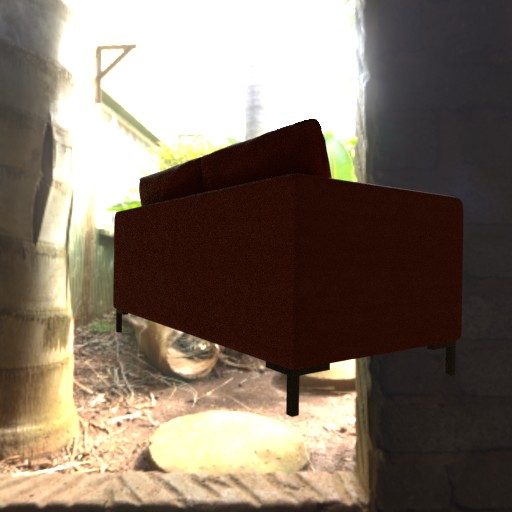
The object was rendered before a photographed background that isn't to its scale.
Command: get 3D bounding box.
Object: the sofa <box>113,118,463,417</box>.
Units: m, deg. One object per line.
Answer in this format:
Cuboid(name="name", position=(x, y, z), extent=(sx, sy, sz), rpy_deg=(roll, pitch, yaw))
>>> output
Cuboid(name="sofa", position=(0.000, 0.000, 2.068), extent=(0.864, 0.896, 1.574), rpy_deg=(0, 0, -35))
